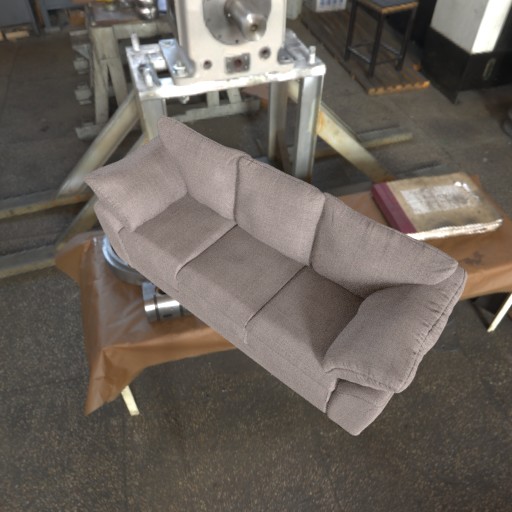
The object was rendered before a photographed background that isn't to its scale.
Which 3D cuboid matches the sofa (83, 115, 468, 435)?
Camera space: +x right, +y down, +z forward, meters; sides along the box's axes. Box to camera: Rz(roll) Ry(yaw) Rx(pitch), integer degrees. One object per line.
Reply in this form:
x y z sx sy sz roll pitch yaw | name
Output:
0.000 0.000 2.812 2.334 0.996 0.878 32 54 27 | sofa
